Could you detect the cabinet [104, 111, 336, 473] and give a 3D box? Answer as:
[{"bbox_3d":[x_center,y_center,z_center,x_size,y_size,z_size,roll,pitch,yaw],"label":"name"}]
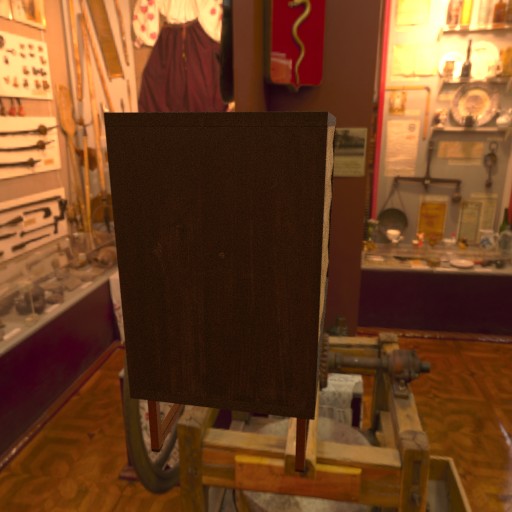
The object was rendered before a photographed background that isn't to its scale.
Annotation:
[{"bbox_3d":[0.000,0.000,1.428,0.451,0.860,0.950,3,17,10],"label":"cabinet"}]
